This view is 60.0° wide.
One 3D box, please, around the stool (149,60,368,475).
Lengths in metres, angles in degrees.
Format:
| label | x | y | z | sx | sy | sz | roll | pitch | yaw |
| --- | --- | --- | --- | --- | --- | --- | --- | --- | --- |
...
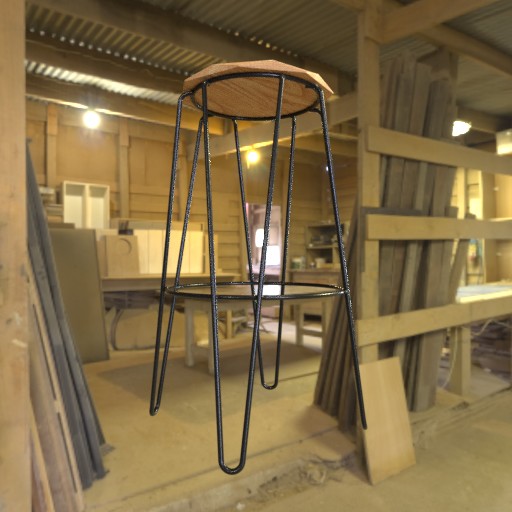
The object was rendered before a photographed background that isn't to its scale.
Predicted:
| label | x | y | z | sx | sy | sz | roll | pitch | yaw |
| --- | --- | --- | --- | --- | --- | --- | --- | --- | --- |
| stool | 0.000 | 0.000 | 0.810 | 0.326 | 0.610 | 0.326 | 0 | 0 | -35 |
